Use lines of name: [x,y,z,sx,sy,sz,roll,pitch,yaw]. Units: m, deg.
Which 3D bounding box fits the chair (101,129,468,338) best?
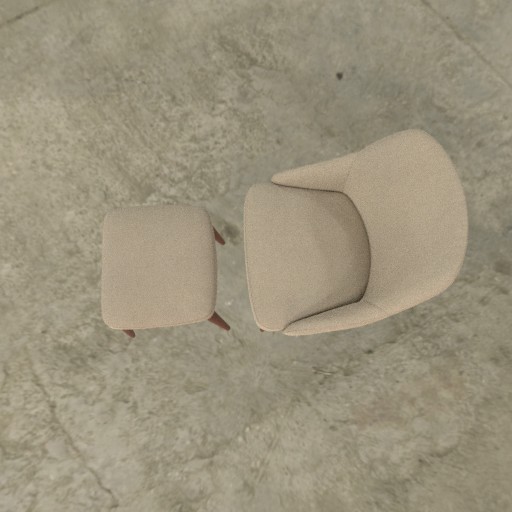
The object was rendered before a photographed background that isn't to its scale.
chair: [0.000,0.000,1.571,1.114,0.866,0.584,-4,74,-1]
